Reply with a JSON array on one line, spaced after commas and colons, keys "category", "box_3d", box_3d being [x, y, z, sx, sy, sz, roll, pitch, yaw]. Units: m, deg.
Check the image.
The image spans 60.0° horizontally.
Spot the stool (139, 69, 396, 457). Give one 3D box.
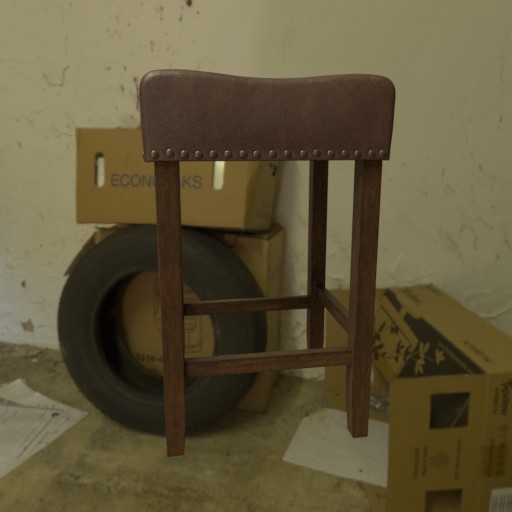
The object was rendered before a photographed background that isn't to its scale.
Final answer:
[{"category": "stool", "box_3d": [0.000, 0.000, 1.052, 0.465, 0.769, 0.401, -2, 15, -9]}]
